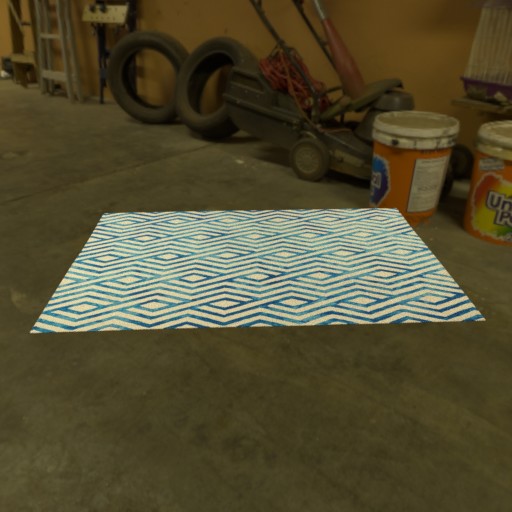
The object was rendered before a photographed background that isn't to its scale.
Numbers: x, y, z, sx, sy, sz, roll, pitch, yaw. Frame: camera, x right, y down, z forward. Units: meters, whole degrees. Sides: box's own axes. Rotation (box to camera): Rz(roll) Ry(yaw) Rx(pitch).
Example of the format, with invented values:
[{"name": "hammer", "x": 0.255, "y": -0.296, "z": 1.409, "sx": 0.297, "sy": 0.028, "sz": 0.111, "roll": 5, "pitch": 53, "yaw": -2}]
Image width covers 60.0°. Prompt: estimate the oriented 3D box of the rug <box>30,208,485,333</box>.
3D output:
[{"name": "rug", "x": 0.000, "y": 0.000, "z": 3.032, "sx": 2.439, "sy": 0.008, "sz": 1.531, "roll": -1, "pitch": 30, "yaw": -2}]
